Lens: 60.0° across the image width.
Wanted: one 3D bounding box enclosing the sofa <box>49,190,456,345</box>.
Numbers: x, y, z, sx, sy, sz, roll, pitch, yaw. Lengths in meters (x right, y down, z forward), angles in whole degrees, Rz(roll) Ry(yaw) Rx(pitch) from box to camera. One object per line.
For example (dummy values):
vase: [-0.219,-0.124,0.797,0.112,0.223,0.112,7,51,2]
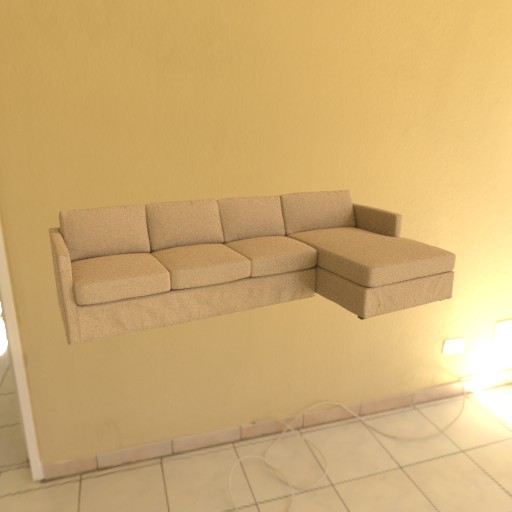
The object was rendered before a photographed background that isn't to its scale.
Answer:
sofa: [0.000,0.000,3.871,3.177,0.867,1.622,-8,18,-26]
